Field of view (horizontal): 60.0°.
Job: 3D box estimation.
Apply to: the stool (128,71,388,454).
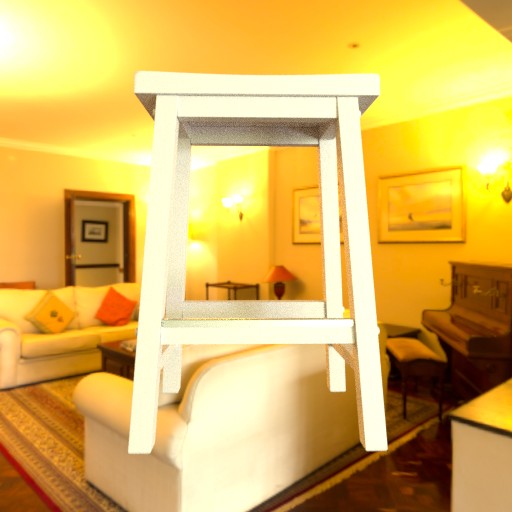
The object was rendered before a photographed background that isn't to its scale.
[{"bbox_3d":[0.000,0.000,0.847,0.406,0.610,0.322,0,1,-2],"label":"stool"}]
